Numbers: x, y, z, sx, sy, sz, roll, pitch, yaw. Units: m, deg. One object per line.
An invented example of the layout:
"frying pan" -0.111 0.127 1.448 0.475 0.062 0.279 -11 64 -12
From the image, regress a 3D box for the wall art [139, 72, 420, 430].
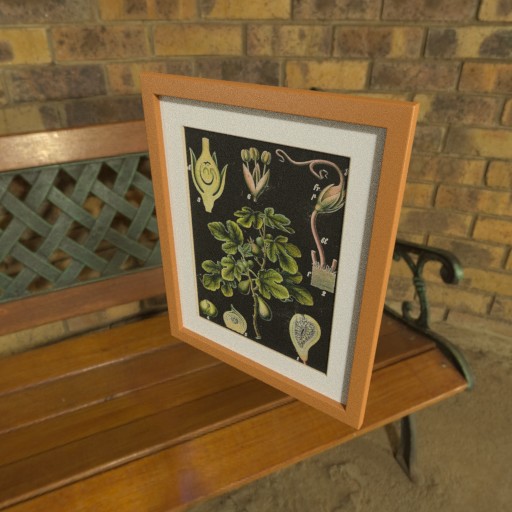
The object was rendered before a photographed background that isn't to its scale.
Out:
"wall art" 0.000 0.000 0.521 0.310 0.379 0.015 19 35 29
